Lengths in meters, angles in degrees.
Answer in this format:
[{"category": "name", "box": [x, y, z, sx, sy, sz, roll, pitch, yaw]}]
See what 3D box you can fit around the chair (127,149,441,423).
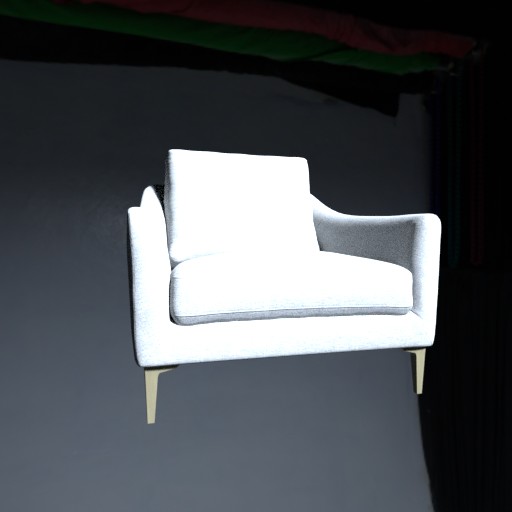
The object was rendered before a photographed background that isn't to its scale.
[{"category": "chair", "box": [0.000, 0.000, 1.737, 0.986, 0.902, 0.961, 0, 0, -17]}]
